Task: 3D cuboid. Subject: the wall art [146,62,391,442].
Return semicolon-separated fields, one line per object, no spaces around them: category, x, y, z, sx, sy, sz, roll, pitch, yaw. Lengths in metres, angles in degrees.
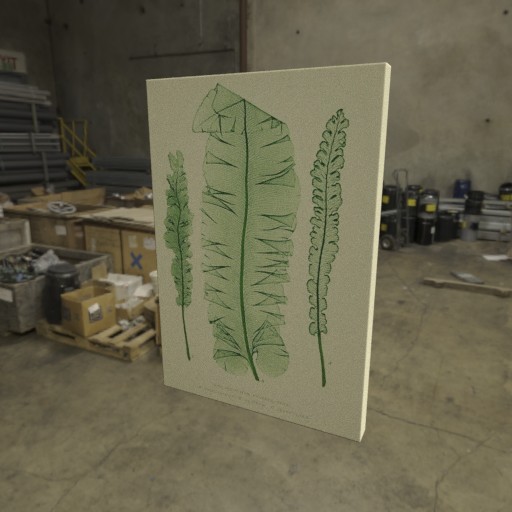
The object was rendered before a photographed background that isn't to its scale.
wall art;0.000;0.000;0.793;0.418;0.608;0.038;7;16;25
